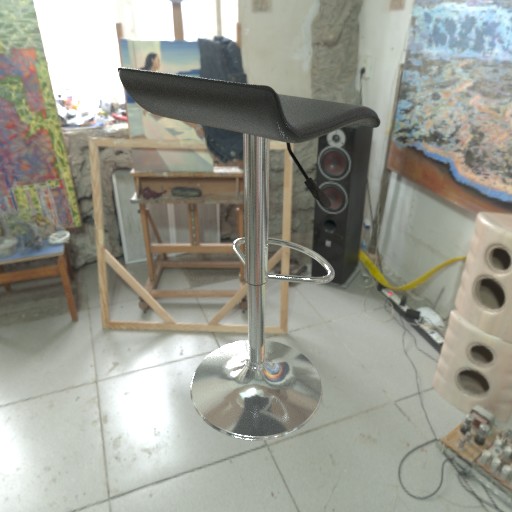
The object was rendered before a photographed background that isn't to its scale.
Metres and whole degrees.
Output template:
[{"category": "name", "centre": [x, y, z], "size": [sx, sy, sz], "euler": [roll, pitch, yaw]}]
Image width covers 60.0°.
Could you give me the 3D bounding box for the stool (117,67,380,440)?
[{"category": "stool", "centre": [0.000, 0.000, 1.064], "size": [0.381, 0.851, 0.381], "euler": [22, 36, 33]}]
